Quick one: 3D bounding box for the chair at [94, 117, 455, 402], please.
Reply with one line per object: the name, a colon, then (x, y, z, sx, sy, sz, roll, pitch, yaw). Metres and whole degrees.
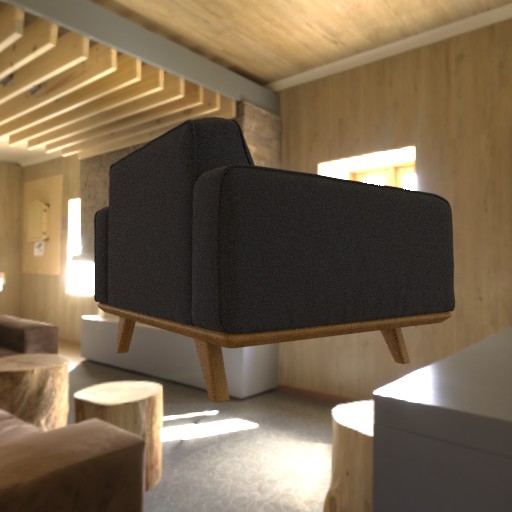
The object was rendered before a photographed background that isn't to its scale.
chair: (0.000, 0.000, 1.720, 0.953, 0.783, 1.118, 1, -1, -35)
